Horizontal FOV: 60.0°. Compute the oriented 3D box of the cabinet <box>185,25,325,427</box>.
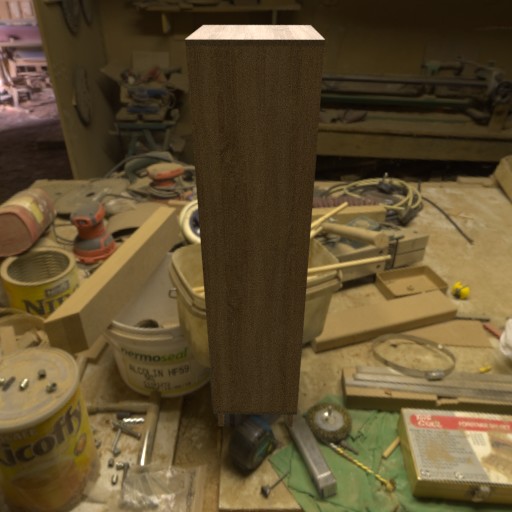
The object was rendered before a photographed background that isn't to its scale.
[{"bbox_3d":[0.000,0.000,2.160,0.450,1.960,0.510,0,32,1],"label":"cabinet"}]
